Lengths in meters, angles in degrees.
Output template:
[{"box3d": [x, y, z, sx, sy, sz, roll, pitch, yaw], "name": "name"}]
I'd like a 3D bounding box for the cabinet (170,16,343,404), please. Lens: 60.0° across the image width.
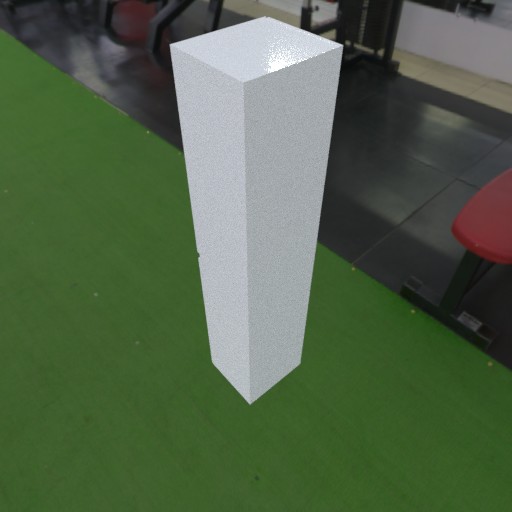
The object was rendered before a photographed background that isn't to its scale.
[{"box3d": [0.000, 0.000, 1.528, 0.300, 1.400, 0.270, -32, 53, -27], "name": "cabinet"}]
